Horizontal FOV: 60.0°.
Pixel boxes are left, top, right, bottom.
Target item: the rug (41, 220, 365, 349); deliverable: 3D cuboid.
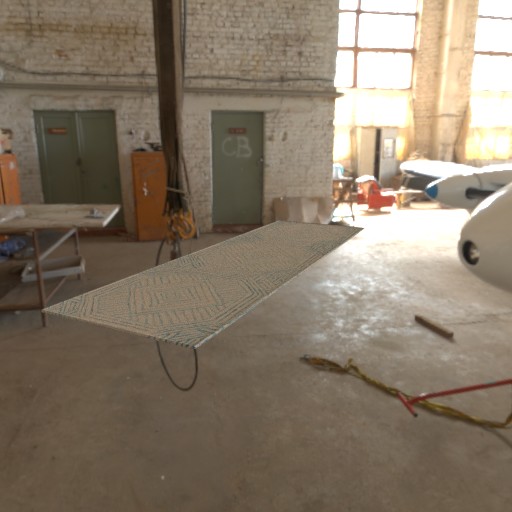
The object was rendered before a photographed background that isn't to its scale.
[{"bbox_3d":[0.000,0.000,2.738,0.775,0.012,2.452,7,16,26],"label":"rug"}]
